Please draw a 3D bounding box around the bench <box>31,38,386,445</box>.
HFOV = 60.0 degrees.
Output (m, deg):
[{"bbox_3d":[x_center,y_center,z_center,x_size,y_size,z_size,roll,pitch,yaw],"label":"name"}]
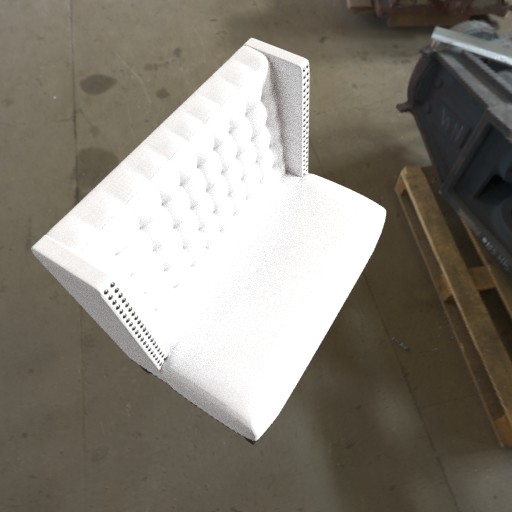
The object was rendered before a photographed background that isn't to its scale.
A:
[{"bbox_3d":[0.000,0.000,1.982,0.847,1.123,1.280,28,63,16],"label":"bench"}]
